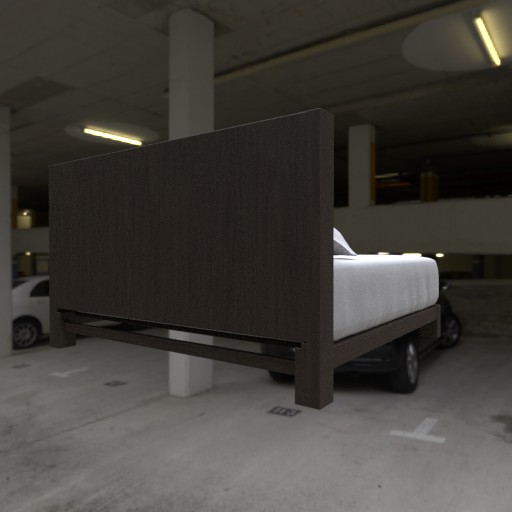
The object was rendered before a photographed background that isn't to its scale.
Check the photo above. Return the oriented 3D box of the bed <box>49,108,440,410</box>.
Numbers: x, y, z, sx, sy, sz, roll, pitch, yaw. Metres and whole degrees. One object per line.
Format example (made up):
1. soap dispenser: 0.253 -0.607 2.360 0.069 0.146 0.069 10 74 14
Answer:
1. bed: 0.000 0.000 3.301 2.134 1.270 2.012 0 1 36
